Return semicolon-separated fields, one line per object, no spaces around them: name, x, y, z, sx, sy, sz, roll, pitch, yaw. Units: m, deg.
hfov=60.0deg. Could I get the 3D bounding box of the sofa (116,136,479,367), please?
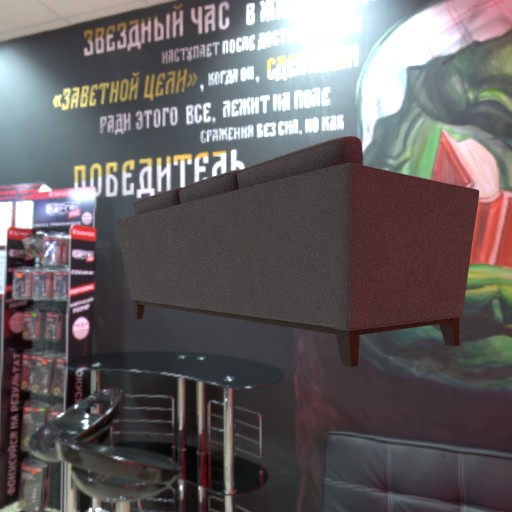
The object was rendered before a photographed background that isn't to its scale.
sofa;0.000;0.000;2.831;0.965;0.940;2.387;1;-2;-37
